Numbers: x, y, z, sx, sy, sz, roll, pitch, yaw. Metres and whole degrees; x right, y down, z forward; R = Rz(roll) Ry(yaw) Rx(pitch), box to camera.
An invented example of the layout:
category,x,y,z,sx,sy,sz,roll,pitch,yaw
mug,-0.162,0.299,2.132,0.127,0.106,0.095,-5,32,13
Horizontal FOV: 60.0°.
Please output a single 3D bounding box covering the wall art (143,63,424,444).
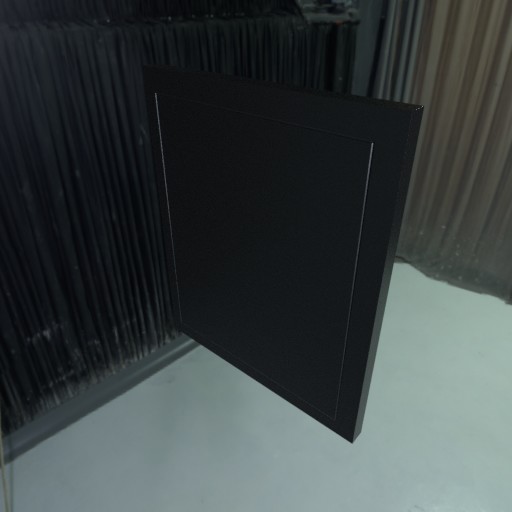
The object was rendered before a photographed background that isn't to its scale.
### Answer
category,x,y,z,sx,sy,sz,roll,pitch,yaw
wall art,0.000,0.000,0.751,0.461,0.558,0.031,24,39,34
